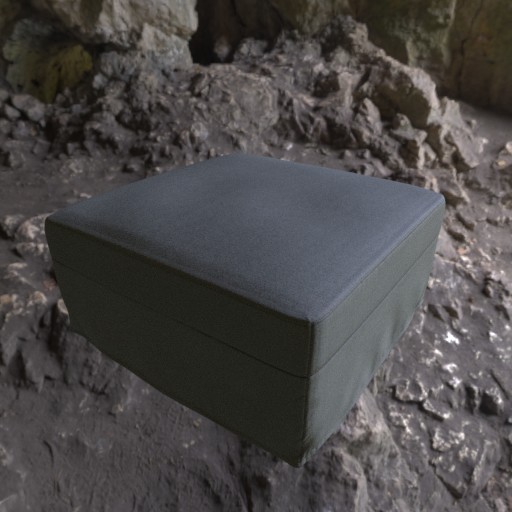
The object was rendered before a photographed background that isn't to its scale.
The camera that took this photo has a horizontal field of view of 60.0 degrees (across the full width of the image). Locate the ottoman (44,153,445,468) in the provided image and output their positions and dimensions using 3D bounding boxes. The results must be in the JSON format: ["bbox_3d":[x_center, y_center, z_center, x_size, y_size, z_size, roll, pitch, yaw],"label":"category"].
[{"bbox_3d":[0.000,0.000,1.320,0.843,0.441,0.842,19,33,32],"label":"ottoman"}]
